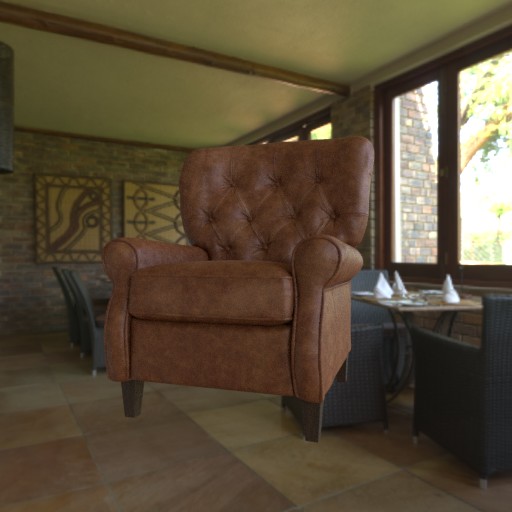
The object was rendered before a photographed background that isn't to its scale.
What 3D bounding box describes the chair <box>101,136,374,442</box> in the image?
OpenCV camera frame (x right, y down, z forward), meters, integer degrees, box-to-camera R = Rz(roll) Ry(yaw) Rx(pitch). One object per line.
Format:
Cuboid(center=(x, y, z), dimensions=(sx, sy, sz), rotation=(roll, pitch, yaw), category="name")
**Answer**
Cuboid(center=(0.000, 0.000, 1.903), dimensions=(0.951, 1.164, 1.059), rotation=(0, 0, 19), category="chair")
